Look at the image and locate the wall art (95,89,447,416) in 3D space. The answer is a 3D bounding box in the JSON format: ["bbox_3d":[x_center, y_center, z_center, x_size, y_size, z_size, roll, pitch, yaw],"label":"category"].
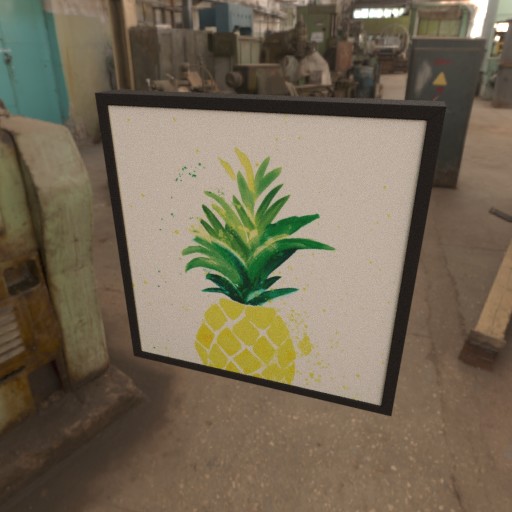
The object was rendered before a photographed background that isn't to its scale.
[{"bbox_3d":[0.000,0.000,0.448,0.305,0.304,0.033,8,27,17],"label":"wall art"}]
